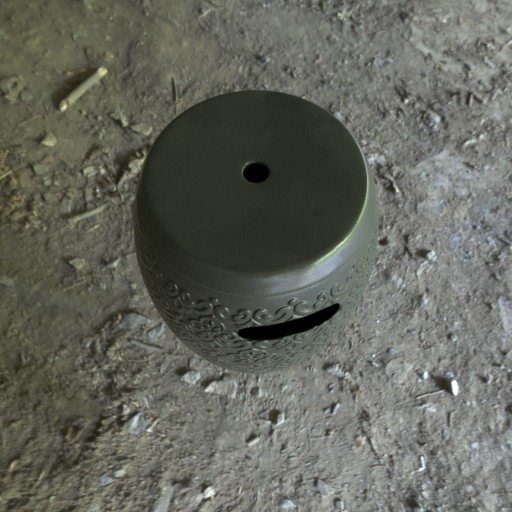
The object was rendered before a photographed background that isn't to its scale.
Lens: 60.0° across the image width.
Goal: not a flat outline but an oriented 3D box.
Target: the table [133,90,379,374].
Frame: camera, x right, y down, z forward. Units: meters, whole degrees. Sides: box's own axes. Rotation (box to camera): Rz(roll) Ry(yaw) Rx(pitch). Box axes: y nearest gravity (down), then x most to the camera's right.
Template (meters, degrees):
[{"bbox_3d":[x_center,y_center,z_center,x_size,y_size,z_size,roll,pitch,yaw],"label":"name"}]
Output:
[{"bbox_3d":[0.000,0.000,0.627,0.309,0.397,0.309,0,64,0],"label":"table"}]
